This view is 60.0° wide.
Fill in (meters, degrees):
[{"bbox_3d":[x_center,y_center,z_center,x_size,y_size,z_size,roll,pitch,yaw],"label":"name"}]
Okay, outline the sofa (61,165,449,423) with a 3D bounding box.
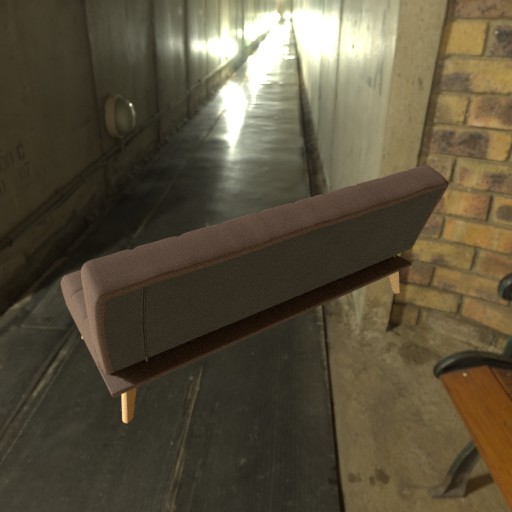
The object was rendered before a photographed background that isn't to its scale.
[{"bbox_3d":[0.000,0.000,2.288,1.800,0.810,0.860,-19,35,-29],"label":"sofa"}]
